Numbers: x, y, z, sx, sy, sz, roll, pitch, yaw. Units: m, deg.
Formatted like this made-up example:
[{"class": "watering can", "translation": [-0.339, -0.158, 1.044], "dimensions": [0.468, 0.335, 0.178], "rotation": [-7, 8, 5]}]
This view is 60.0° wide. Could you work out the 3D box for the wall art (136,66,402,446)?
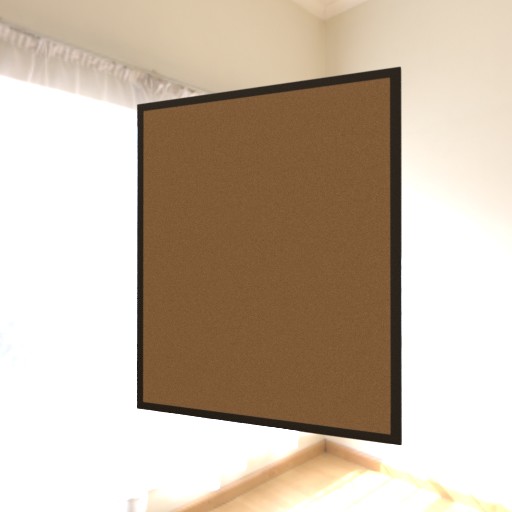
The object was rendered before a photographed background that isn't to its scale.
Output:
[{"class": "wall art", "translation": [0.000, 0.000, 0.770], "dimensions": [0.481, 0.582, 0.018], "rotation": [0, 0, 20]}]
